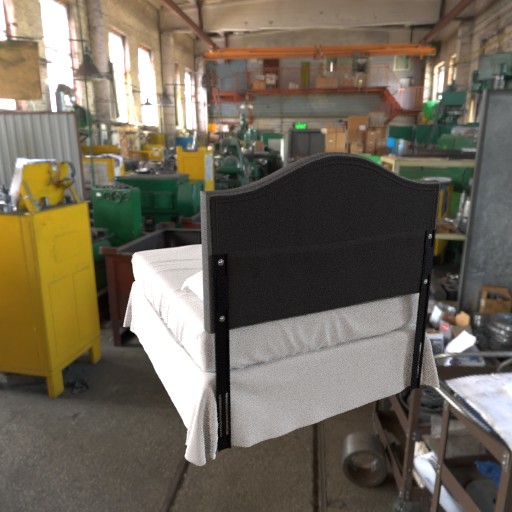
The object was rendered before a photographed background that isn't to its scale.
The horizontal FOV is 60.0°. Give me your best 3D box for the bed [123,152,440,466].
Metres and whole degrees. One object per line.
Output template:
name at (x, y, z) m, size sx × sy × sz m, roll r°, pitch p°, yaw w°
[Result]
bed at (0.000, 0.000, 3.514) m, size 1.876 × 1.645 × 2.221 m, roll -7°, pitch 16°, yaw -25°
